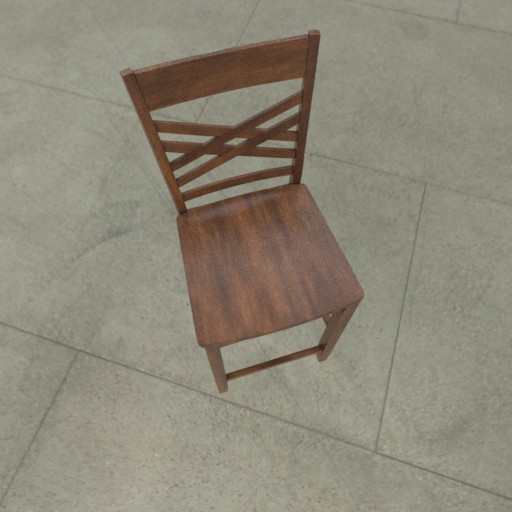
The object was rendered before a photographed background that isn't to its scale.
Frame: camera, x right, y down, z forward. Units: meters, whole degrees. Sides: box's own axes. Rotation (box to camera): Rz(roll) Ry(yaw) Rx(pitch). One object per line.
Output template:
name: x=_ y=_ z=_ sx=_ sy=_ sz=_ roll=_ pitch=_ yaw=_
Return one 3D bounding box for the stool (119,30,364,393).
stool: x=0.000 y=0.000 z=1.355 sx=0.462 sy=1.079 sz=0.539 roll=-15 pitch=64 yaw=-8
